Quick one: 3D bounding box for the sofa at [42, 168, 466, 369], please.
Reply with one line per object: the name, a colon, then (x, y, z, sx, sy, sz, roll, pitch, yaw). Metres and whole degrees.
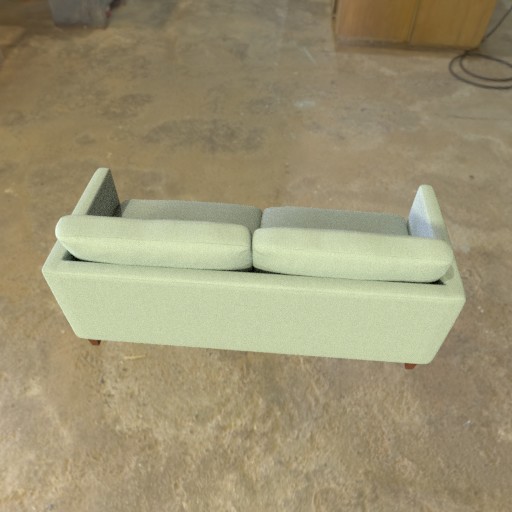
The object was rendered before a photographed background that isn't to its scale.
sofa: (0.000, 0.000, 2.761, 2.208, 0.965, 0.951, 4, 47, 3)
